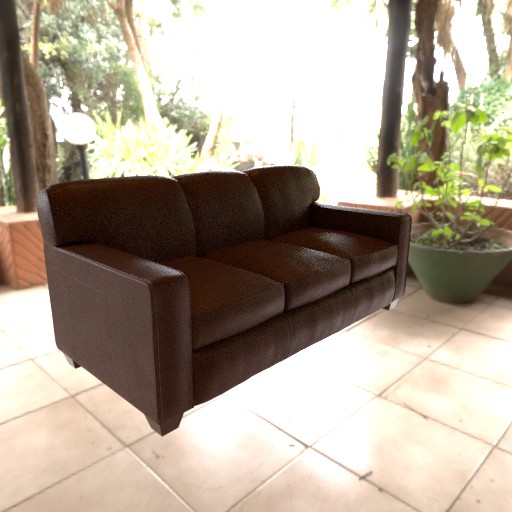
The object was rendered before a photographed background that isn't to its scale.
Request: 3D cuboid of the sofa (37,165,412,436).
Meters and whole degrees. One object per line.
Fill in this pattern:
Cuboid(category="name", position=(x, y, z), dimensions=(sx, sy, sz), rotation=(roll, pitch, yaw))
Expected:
Cuboid(category="sofa", position=(0.000, 0.000, 2.570), dimensions=(1.008, 0.953, 2.039), rotation=(14, 20, 42))
